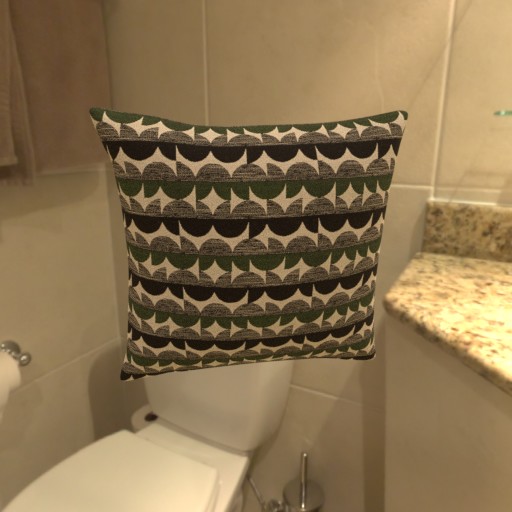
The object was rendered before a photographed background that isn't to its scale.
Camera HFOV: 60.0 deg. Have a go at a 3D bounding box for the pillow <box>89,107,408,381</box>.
[{"bbox_3d":[0.000,0.000,0.643,0.419,0.404,0.180,-2,16,-9],"label":"pillow"}]
